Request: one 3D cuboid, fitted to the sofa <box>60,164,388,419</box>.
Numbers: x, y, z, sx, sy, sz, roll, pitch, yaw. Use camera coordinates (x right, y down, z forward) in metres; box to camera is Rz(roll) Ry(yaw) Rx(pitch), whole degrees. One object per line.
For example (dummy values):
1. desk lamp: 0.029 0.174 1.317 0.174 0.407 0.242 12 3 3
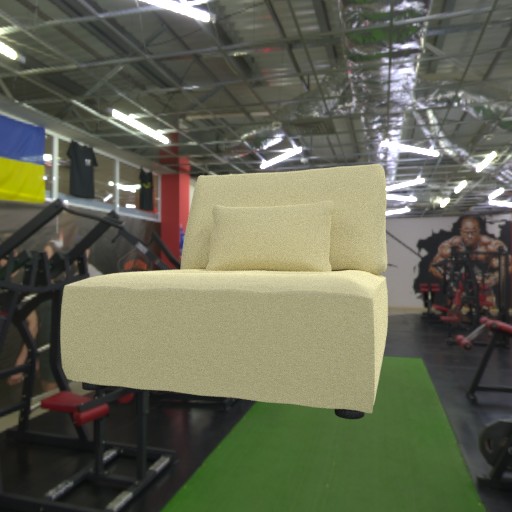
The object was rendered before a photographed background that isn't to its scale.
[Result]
1. sofa: 0.000 0.000 1.674 0.930 0.820 1.000 0 -1 18
